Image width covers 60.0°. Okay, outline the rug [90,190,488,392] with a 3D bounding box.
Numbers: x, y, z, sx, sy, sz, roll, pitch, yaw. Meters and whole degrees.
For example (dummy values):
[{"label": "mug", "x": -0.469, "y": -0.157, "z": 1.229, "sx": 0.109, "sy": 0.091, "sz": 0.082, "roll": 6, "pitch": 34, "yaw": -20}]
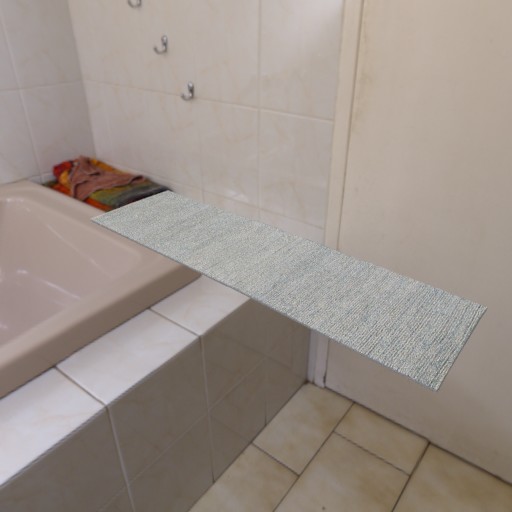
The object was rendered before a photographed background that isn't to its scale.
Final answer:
[{"label": "rug", "x": 0.000, "y": 0.000, "z": 2.533, "sx": 2.341, "sy": 0.037, "sz": 0.675, "roll": 23, "pitch": 37, "yaw": 34}]
